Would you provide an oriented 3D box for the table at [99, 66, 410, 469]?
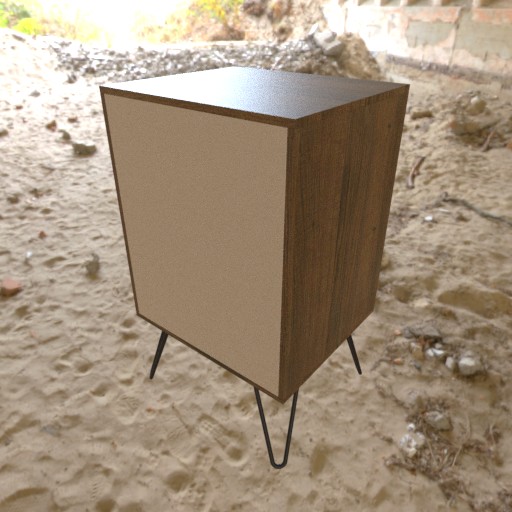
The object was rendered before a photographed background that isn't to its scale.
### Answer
[{"bbox_3d":[0.000,0.000,1.190,0.526,0.866,0.457,22,36,33],"label":"table"}]
